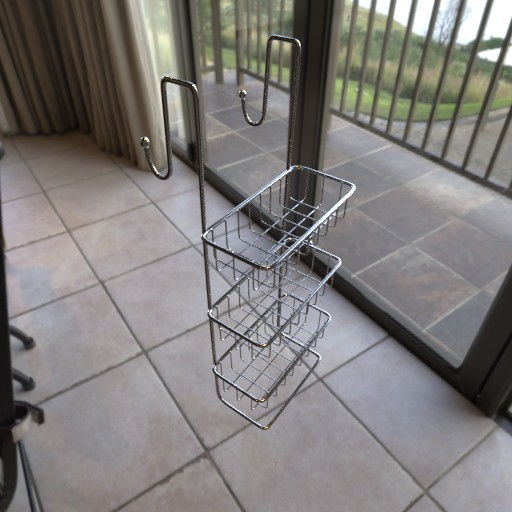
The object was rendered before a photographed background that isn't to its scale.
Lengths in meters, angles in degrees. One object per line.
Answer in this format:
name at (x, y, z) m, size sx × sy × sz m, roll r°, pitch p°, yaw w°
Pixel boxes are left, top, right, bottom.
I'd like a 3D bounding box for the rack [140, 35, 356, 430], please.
rack at (0.000, 0.000, 0.679) m, size 0.202 × 0.574 × 0.228 m, roll 26°, pitch 47°, yaw 27°
